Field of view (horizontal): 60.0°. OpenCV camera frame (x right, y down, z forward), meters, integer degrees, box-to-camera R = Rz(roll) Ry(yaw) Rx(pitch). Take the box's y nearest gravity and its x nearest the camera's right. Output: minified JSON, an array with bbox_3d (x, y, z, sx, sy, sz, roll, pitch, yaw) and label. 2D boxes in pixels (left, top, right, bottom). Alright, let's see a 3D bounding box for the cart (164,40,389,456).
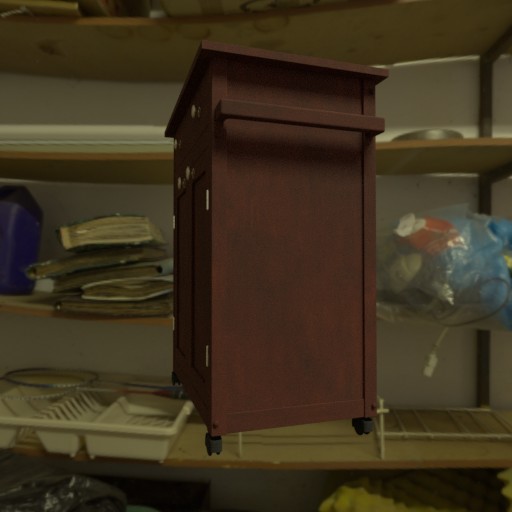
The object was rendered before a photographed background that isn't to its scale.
[{"bbox_3d":[0.000,0.000,1.266,0.442,0.864,0.683,0,-1,-18],"label":"cart"}]
